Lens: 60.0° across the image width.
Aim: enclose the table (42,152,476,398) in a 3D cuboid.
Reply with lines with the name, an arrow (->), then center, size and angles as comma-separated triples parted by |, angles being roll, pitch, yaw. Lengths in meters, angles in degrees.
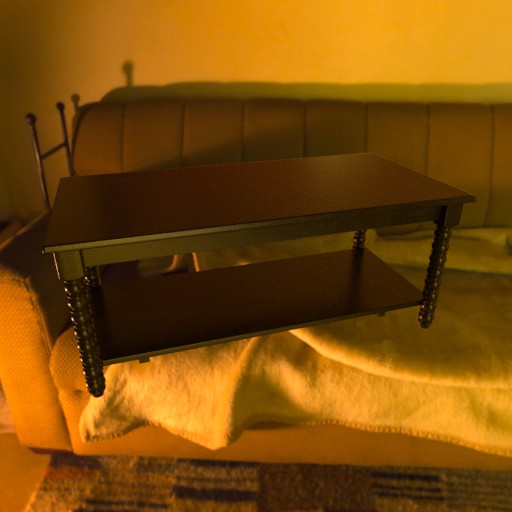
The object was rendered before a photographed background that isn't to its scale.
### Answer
table -> 0.000, 0.000, 1.480 | 1.171, 0.487, 0.580 | -8, 27, -16
